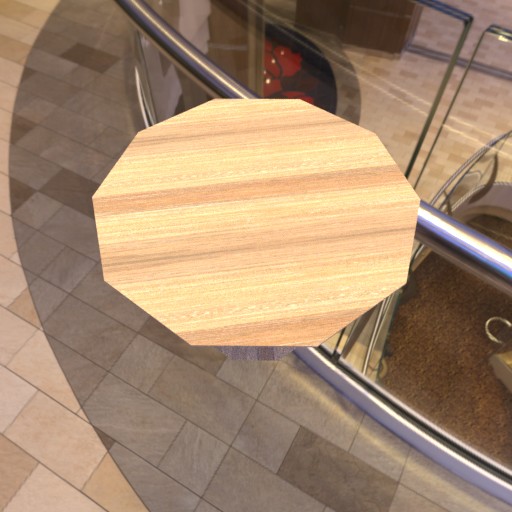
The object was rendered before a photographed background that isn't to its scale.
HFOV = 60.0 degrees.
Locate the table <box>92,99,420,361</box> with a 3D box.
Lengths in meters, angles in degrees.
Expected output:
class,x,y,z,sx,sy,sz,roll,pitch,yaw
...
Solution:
class,x,y,z,sx,sy,sz,roll,pitch,yaw
table,0.000,0.000,1.915,1.186,0.752,1.186,0,56,0
